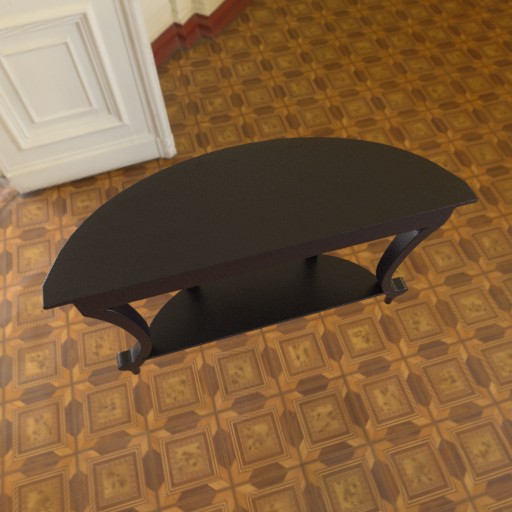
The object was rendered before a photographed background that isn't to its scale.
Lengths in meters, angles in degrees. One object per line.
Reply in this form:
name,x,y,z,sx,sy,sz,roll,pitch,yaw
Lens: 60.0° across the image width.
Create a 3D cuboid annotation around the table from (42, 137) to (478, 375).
table,0.000,0.000,1.558,1.198,0.692,0.394,-14,60,-8
